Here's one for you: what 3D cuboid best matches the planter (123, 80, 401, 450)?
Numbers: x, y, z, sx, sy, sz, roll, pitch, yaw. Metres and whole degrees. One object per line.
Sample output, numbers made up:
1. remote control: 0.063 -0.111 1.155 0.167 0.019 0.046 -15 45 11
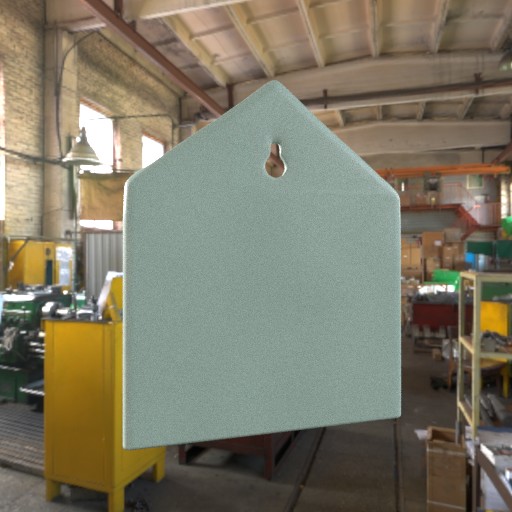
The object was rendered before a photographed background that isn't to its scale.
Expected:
1. planter: 0.000 0.000 0.285 0.164 0.197 0.079 0 0 -17
